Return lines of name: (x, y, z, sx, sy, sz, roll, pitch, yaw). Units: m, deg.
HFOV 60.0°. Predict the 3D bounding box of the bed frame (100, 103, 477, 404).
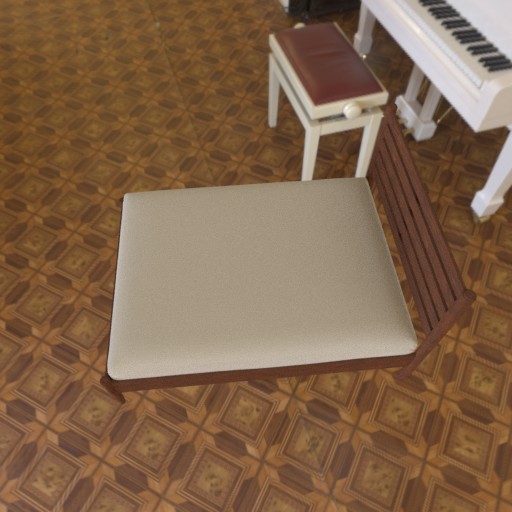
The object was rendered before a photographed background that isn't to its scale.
bed frame: (0.000, 0.000, 3.302, 2.234, 1.321, 1.655, -4, 56, -3)
